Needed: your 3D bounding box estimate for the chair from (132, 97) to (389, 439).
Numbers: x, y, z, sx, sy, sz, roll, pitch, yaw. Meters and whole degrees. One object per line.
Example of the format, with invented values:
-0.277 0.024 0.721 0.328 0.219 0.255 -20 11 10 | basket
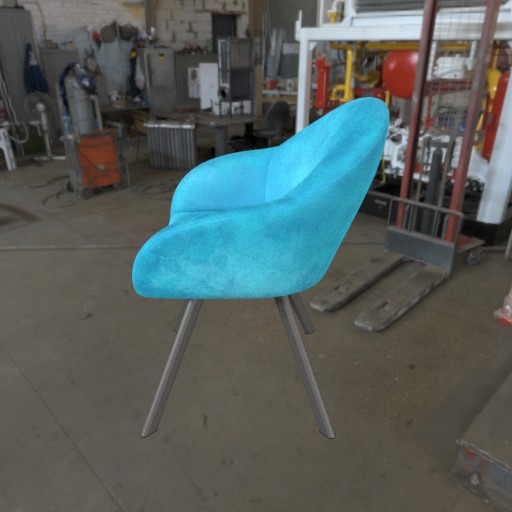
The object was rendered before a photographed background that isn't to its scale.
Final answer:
0.000 0.000 1.178 0.590 0.795 0.550 0 25 1 | chair
